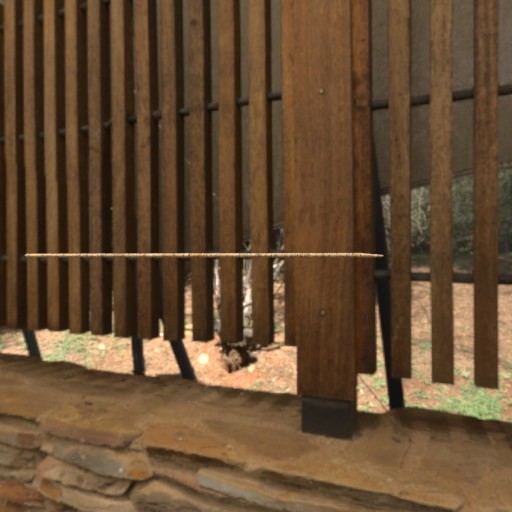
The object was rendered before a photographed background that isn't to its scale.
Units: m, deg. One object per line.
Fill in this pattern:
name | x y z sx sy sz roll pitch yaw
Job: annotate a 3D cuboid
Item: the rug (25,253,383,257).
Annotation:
rug | 0.000 0.000 2.346 1.243 0.014 1.846 0 0 18
